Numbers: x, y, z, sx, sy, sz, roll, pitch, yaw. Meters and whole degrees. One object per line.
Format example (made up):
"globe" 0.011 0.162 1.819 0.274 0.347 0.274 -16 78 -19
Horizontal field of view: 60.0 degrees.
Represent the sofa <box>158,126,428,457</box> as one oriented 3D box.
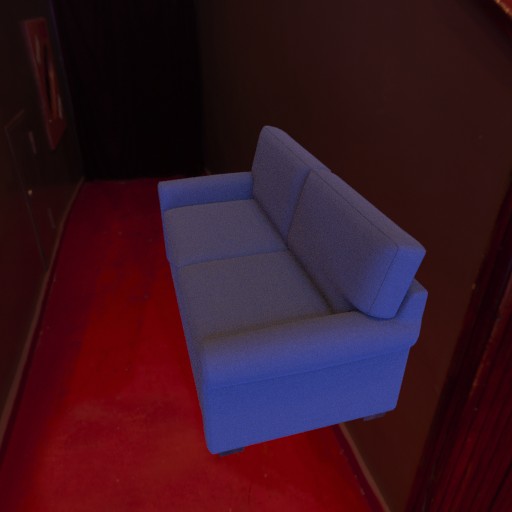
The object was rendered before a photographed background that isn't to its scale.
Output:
"sofa" 0.000 0.000 2.575 0.940 1.020 1.930 -8 32 -13
